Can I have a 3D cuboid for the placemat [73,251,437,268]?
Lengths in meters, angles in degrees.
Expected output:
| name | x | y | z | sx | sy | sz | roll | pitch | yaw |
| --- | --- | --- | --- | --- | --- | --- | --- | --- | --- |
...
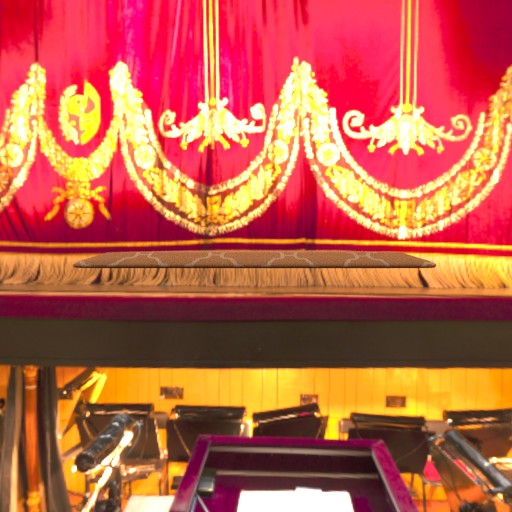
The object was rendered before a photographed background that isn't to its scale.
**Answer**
| name | x | y | z | sx | sy | sz | roll | pitch | yaw |
| --- | --- | --- | --- | --- | --- | --- | --- | --- | --- |
| placemat | 0.000 | 0.000 | 0.968 | 0.508 | 0.021 | 0.762 | 0 | 1 | 0 |
